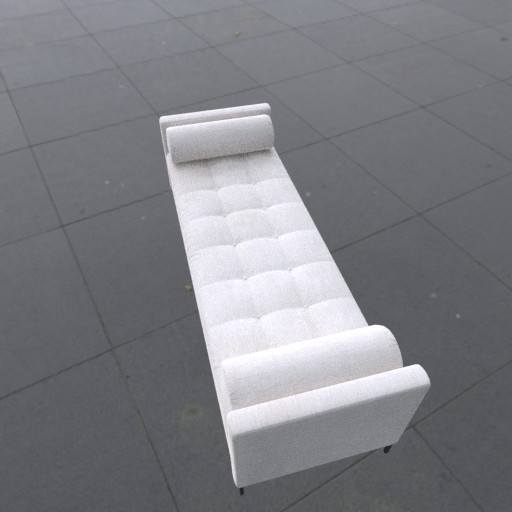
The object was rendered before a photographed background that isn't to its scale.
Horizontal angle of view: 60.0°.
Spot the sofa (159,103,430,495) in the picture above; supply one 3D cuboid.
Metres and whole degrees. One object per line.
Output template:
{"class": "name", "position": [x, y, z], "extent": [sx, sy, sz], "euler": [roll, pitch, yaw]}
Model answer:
{"class": "sofa", "position": [0.000, 0.000, 2.271], "extent": [0.686, 0.635, 1.981], "euler": [-11, 47, -10]}
